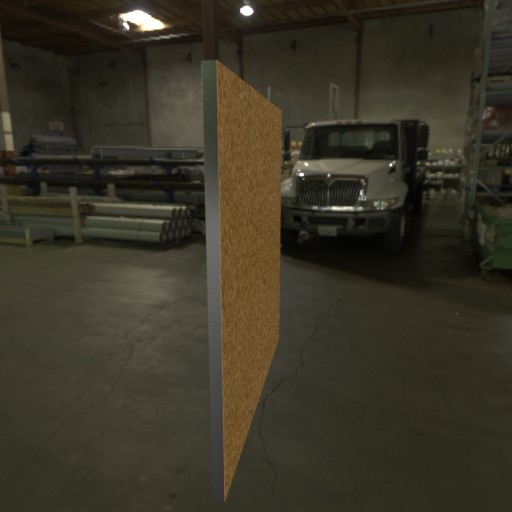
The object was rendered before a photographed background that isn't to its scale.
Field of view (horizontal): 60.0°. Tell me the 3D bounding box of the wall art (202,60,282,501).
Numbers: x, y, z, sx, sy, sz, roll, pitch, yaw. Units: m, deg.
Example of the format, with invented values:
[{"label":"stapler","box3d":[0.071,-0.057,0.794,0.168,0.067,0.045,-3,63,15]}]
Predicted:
[{"label":"wall art","box3d":[0.000,0.000,0.644,0.014,0.445,0.446,2,13,10]}]
